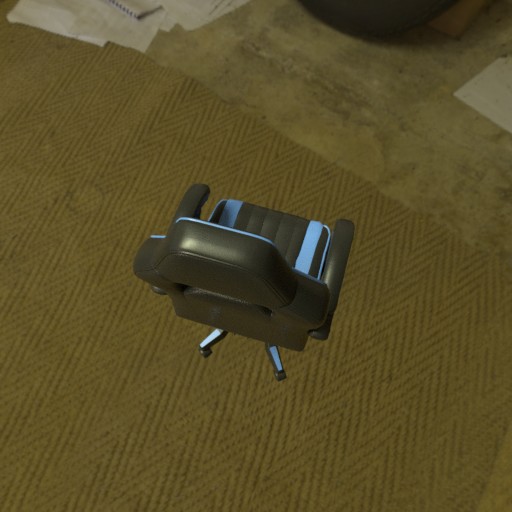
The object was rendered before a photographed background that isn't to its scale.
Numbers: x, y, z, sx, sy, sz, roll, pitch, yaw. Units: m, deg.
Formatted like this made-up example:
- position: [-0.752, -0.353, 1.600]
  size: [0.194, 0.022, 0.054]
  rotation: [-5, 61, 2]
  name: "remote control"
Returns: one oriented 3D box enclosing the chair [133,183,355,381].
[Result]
- position: [0.000, 0.000, 1.711]
  size: [0.700, 1.280, 0.700]
  rotation: [15, 64, 7]
  name: "chair"
